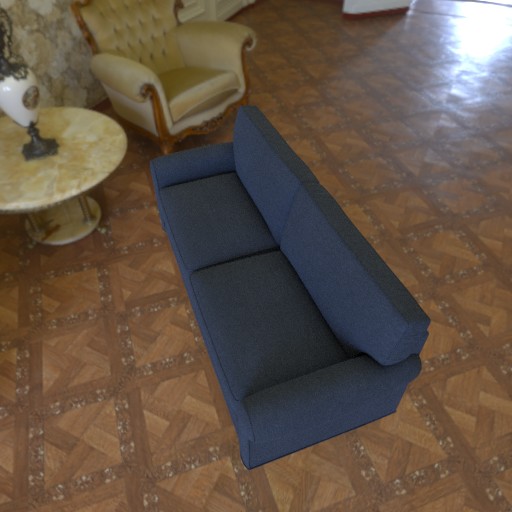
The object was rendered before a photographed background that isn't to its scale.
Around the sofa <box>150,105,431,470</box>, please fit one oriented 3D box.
[{"bbox_3d":[0.000,0.000,2.905,0.954,1.026,2.391,-15,46,-15],"label":"sofa"}]
